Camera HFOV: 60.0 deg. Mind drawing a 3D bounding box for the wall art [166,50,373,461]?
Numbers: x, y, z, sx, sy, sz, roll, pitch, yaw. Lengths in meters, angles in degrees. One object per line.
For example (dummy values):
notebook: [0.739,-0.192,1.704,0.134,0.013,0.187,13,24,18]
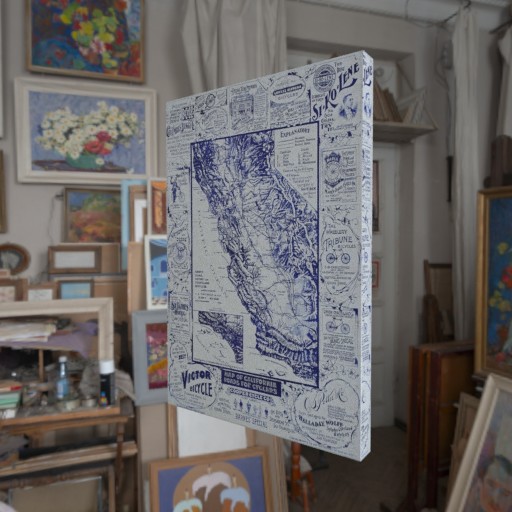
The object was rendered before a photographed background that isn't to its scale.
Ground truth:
wall art: [0.000,0.000,0.488,0.255,0.376,0.025,1,2,35]
